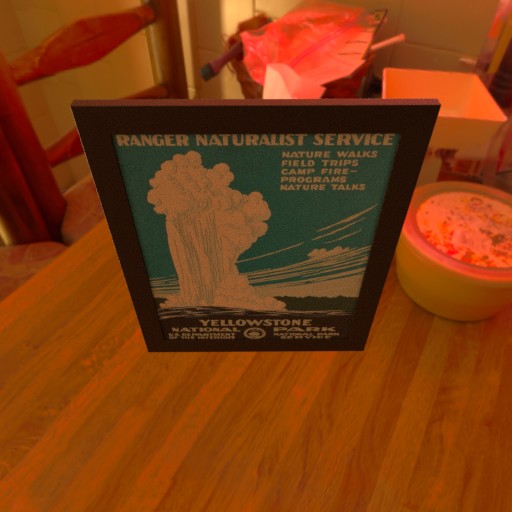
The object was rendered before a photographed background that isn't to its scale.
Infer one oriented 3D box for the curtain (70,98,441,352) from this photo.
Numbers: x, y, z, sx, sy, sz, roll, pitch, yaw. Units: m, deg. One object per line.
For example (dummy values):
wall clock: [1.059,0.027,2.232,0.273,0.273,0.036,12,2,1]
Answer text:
curtain: [0.000,0.000,0.794,0.483,0.585,0.027,0,45,0]
